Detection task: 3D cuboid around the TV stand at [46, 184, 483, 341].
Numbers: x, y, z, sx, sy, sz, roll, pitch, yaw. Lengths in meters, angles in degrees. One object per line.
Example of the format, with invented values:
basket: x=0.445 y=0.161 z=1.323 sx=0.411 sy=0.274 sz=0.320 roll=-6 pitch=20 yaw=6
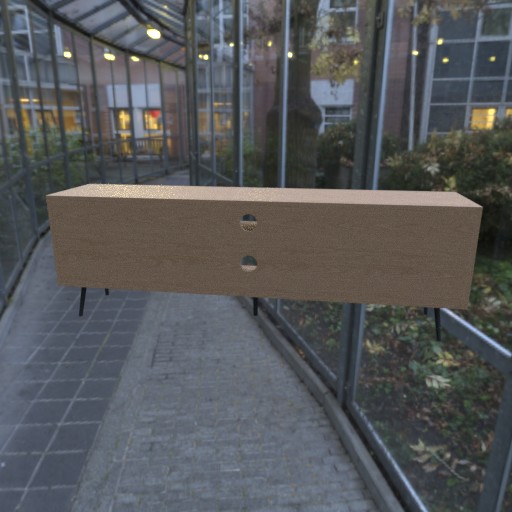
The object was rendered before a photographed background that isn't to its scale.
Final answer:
TV stand: x=0.000 y=0.000 z=2.042 sx=1.760 sy=0.580 sz=0.400 roll=3 pitch=17 yaw=8
